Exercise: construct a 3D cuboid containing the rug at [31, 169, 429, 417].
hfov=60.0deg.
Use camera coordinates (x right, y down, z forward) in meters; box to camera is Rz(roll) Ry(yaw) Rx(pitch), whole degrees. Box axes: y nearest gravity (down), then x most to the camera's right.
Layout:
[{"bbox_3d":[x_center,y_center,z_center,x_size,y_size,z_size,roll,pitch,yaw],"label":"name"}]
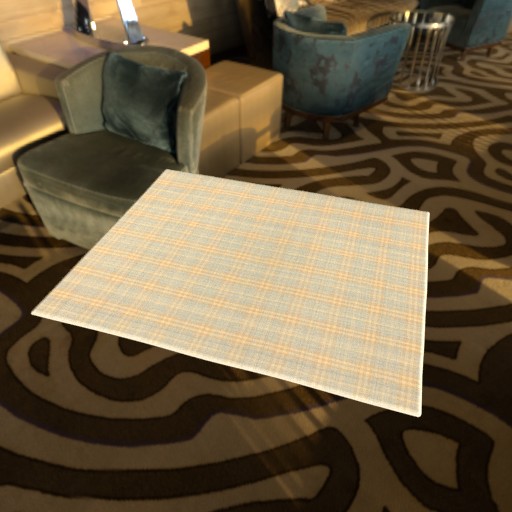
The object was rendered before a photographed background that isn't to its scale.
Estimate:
[{"bbox_3d":[0.000,0.000,4.133,3.066,0.030,2.462,11,42,13],"label":"rug"}]
